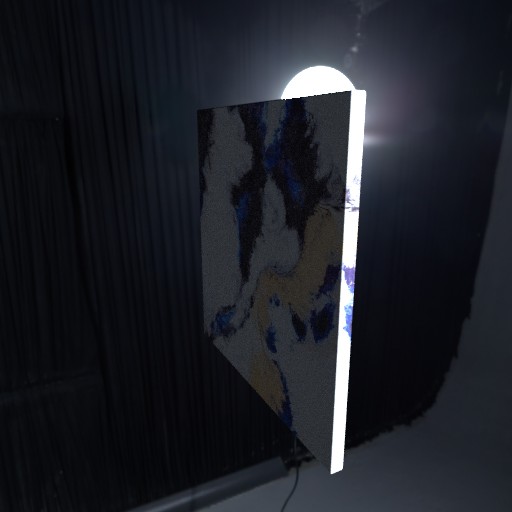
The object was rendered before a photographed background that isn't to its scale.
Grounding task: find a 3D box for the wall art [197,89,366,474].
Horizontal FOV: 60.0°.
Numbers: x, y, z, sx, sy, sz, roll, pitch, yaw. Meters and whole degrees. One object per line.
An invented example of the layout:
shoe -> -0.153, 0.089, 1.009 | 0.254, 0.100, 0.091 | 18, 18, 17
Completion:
wall art -> 0.000, 0.000, 1.354 | 0.038, 0.885, 0.887 | -8, 17, -26
